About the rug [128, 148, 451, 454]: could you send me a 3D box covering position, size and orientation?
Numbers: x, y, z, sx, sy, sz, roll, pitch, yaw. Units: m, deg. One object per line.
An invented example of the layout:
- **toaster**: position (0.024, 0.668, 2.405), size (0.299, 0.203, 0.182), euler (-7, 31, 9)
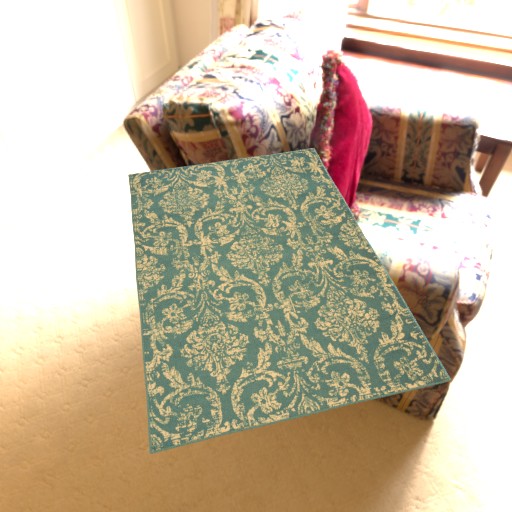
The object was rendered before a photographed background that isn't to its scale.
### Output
- **rug**: position (0.000, 0.000, 2.909), size (1.554, 0.012, 2.205), euler (-10, 48, -9)
